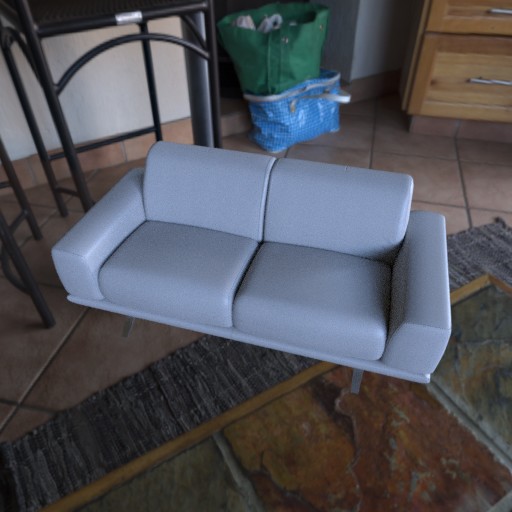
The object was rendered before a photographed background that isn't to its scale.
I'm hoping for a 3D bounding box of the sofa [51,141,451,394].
[{"bbox_3d":[0.000,0.000,2.387,1.901,0.772,0.900,11,41,12],"label":"sofa"}]
